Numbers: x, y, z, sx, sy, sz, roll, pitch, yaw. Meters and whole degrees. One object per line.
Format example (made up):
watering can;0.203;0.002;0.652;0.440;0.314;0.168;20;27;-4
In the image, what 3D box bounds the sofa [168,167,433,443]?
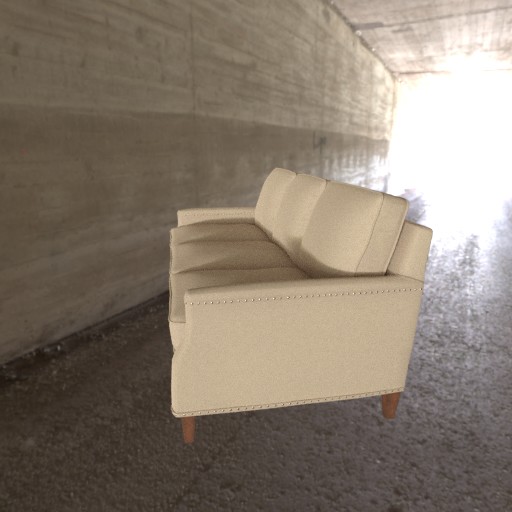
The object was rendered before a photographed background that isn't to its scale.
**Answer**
sofa;0.000;0.000;2.800;1.084;1.003;2.246;-3;14;-10
